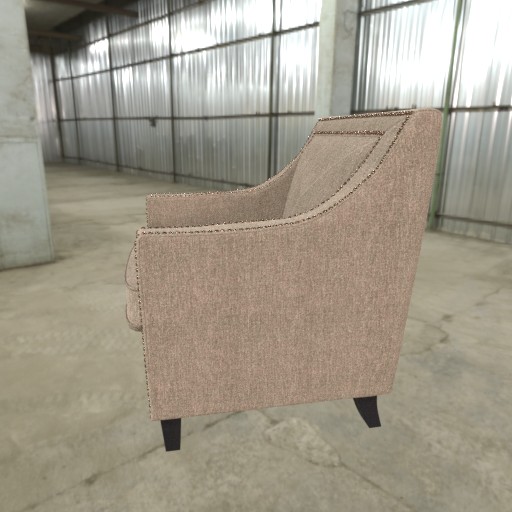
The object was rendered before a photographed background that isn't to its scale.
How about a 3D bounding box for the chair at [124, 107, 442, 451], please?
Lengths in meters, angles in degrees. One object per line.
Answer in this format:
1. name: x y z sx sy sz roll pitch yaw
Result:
1. chair: 0.000 0.000 1.563 0.884 0.967 0.776 -3 16 -11
